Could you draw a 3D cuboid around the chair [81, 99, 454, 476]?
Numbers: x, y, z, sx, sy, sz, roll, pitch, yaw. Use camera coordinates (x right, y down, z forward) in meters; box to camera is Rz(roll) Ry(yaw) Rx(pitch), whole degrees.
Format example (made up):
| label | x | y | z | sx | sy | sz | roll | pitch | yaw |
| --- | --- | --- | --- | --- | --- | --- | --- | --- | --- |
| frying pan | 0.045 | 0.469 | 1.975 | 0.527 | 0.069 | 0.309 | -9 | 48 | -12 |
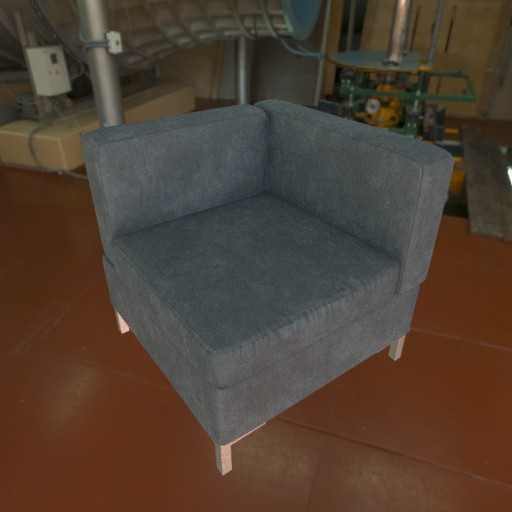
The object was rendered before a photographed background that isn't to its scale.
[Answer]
| label | x | y | z | sx | sy | sz | roll | pitch | yaw |
| --- | --- | --- | --- | --- | --- | --- | --- | --- | --- |
| chair | 0.000 | 0.000 | 1.217 | 0.680 | 0.660 | 0.680 | -21 | 38 | -30 |
